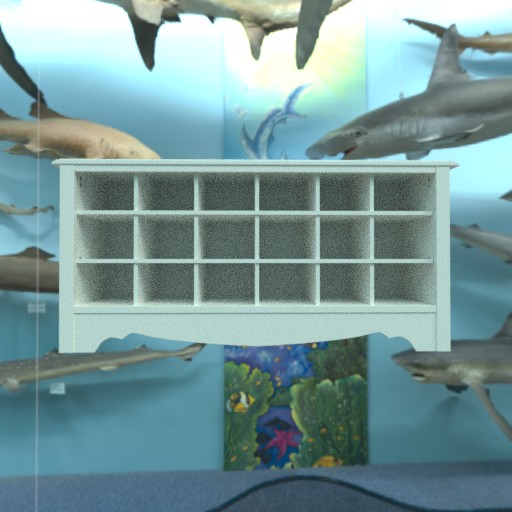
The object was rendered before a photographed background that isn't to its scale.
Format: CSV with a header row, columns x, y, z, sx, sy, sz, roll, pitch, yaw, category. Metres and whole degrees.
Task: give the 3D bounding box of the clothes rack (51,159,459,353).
x,y,z,sx,sy,sz,roll,pitch,yaw,category
0.000,0.000,1.375,1.120,0.531,0.324,0,-1,-1,clothes rack
